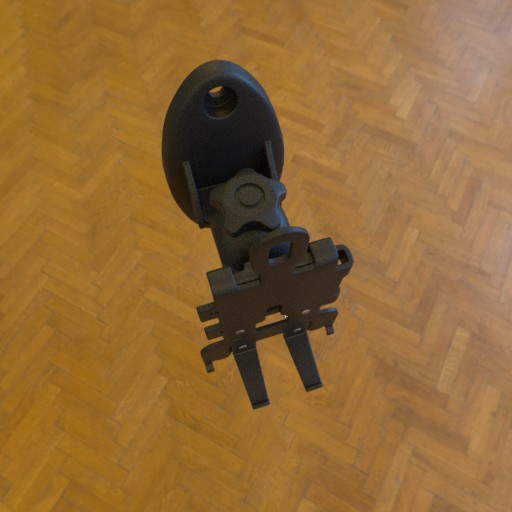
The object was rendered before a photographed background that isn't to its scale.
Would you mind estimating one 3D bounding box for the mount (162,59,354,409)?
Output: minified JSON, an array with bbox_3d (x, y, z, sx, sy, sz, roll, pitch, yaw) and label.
[{"bbox_3d":[0.000,0.000,0.178,0.066,0.118,0.100,-16,65,-7],"label":"mount"}]
